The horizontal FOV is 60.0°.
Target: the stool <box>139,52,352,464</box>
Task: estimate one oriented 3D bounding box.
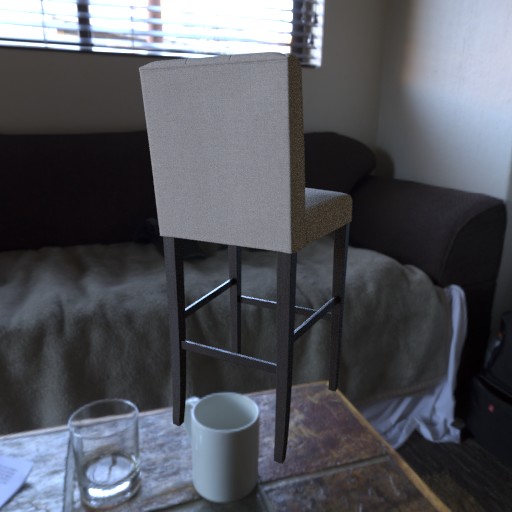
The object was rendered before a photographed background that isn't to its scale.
[{"bbox_3d":[0.000,0.000,1.418,0.474,1.116,0.509,8,18,26],"label":"stool"}]
